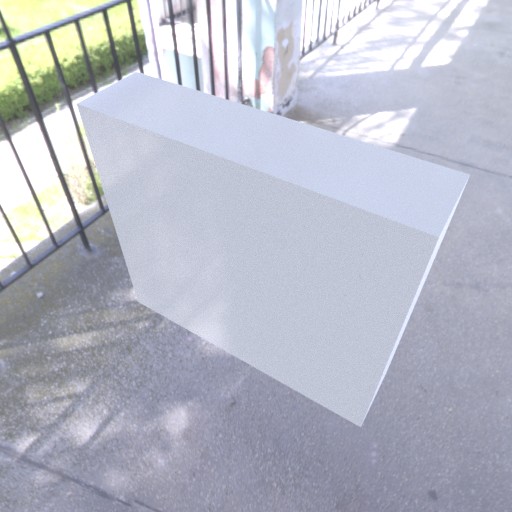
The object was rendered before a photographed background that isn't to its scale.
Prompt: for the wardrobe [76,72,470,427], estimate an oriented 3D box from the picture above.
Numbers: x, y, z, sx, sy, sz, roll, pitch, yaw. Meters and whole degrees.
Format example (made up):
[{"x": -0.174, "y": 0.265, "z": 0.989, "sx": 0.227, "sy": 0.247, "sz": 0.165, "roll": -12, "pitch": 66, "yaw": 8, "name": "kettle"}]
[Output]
[{"x": 0.000, "y": 0.000, "z": 1.927, "sx": 1.340, "sy": 1.200, "sz": 0.360, "roll": 24, "pitch": 51, "yaw": 22, "name": "wardrobe"}]
